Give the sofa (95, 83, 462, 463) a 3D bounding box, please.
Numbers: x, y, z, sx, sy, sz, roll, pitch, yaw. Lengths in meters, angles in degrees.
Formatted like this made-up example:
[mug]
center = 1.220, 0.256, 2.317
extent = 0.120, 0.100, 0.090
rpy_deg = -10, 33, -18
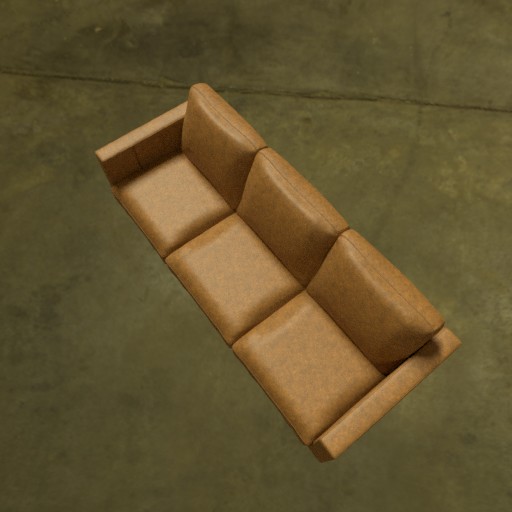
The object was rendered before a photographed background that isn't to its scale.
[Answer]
[sofa]
center = 0.000, 0.000, 2.693
extent = 0.903, 0.930, 2.231
rpy_deg = -35, 68, -16
